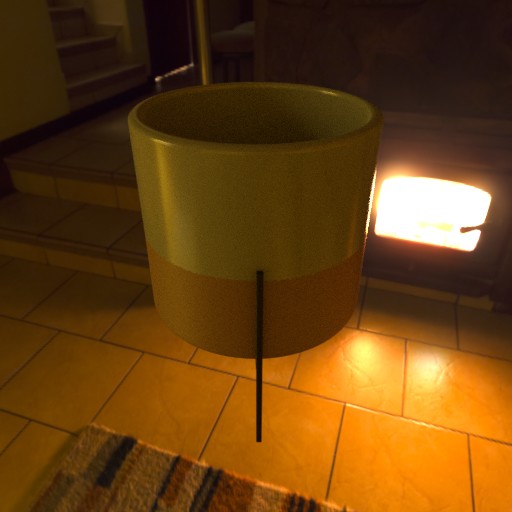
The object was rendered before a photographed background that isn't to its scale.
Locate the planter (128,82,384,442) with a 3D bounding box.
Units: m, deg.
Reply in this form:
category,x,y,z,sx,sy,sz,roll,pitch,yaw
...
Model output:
category,x,y,z,sx,sy,sz,roll,pitch,yaw
planter,0.000,0.000,0.733,0.348,0.480,0.360,-1,33,-1
